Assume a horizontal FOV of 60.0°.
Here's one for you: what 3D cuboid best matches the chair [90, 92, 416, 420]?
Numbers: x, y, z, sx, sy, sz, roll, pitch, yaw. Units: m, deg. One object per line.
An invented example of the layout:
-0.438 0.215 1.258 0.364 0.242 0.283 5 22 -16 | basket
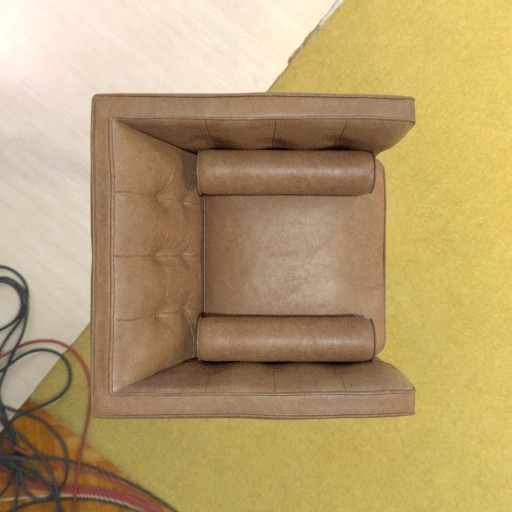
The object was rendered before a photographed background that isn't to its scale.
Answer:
0.000 0.000 1.593 0.912 0.797 0.920 0 90 0 | chair
